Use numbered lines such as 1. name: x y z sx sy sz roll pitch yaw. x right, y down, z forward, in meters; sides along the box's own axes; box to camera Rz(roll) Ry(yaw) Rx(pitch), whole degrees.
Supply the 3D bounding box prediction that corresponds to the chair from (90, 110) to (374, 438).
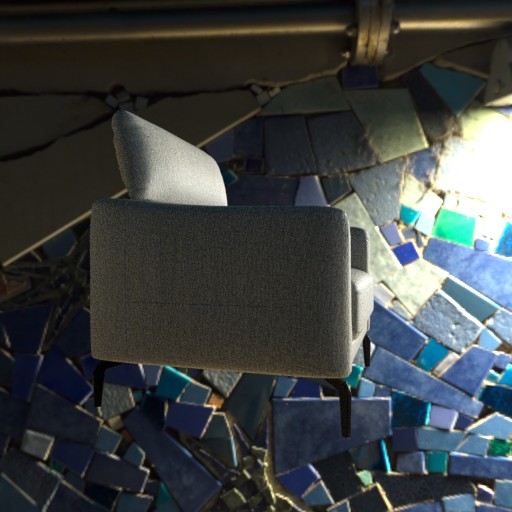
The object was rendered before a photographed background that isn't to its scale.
1. chair: 0.000 0.000 1.682 0.835 0.967 0.972 0 0 18
